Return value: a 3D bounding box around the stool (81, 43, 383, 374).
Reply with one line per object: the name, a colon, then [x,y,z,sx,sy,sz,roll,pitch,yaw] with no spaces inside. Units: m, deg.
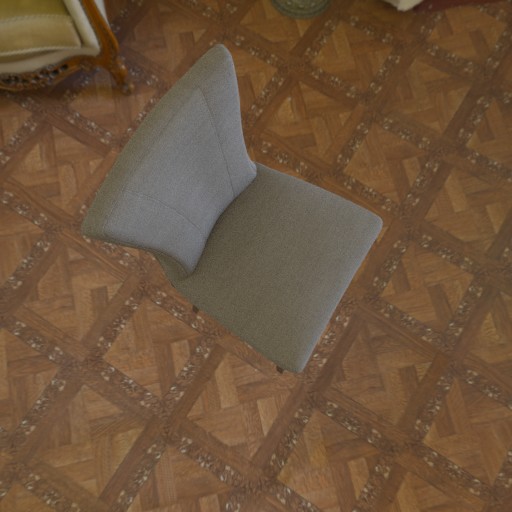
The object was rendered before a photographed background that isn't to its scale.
stool: [0.000,0.000,1.392,0.574,1.086,0.514,30,78,7]
